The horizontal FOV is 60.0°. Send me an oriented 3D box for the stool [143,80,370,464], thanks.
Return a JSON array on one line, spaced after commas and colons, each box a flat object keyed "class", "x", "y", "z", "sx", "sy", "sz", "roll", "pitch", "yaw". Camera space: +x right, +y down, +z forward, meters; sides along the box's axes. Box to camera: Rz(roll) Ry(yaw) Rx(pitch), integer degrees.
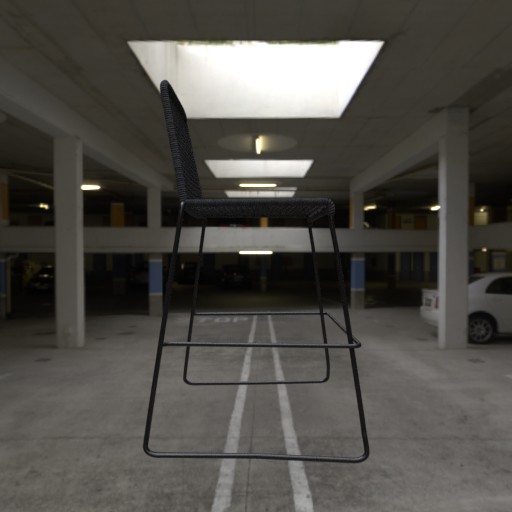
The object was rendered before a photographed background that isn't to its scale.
[{"class": "stool", "x": 0.000, "y": 0.000, "z": 1.260, "sx": 0.509, "sy": 0.905, "sz": 0.590, "roll": 0, "pitch": 1, "yaw": 1}]
